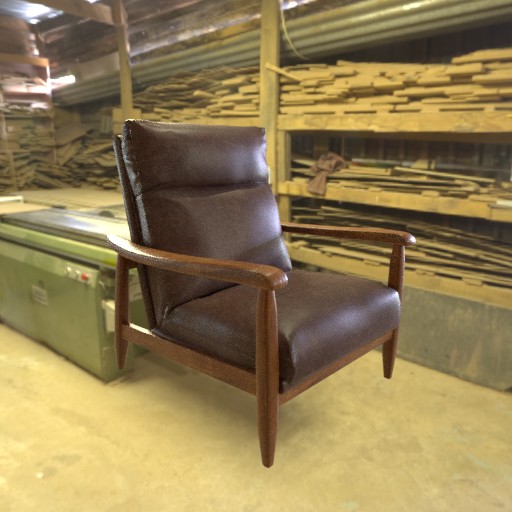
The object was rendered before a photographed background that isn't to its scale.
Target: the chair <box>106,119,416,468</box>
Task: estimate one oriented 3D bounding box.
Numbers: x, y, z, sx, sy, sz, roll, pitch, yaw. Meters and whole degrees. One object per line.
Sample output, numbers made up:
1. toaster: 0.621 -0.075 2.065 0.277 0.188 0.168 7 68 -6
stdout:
1. chair: 0.000 0.000 1.523 0.830 0.897 0.782 13 18 43
